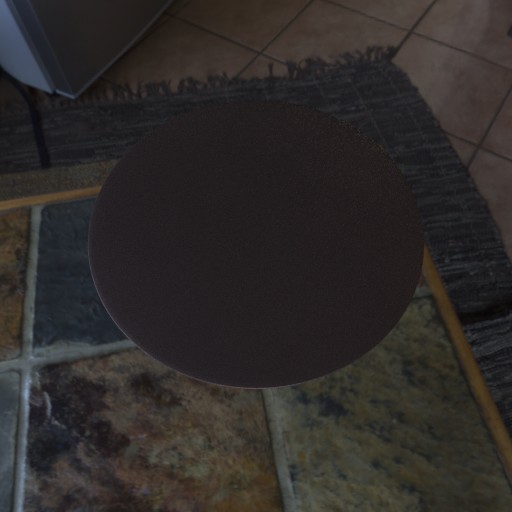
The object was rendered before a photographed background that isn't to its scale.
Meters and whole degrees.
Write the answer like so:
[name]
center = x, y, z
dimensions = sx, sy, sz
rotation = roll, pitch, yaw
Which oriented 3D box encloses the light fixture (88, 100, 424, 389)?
[light fixture]
center = 0.000, 0.000, 0.433
dimensions = 0.280, 0.135, 0.280
rotation = 0, 62, 0
